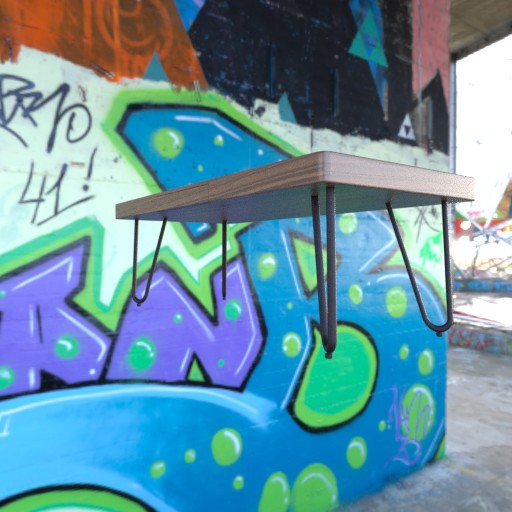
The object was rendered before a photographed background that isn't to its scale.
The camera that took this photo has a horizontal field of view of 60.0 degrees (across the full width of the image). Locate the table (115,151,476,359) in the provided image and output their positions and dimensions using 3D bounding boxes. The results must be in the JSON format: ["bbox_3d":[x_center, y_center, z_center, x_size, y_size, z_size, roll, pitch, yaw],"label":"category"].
[{"bbox_3d":[0.000,0.000,1.683,0.637,0.468,1.375,0,1,-36],"label":"table"}]
